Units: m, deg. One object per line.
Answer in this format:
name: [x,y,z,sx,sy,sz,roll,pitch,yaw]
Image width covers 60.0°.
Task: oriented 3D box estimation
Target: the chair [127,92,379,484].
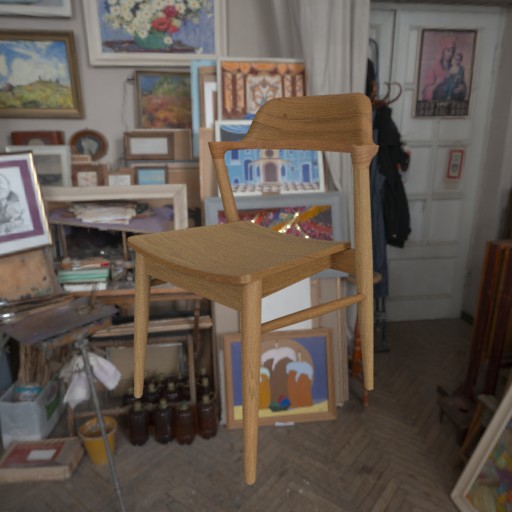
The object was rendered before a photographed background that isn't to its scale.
chair: [0.000,0.000,1.123,0.512,0.792,0.499,15,22,42]
